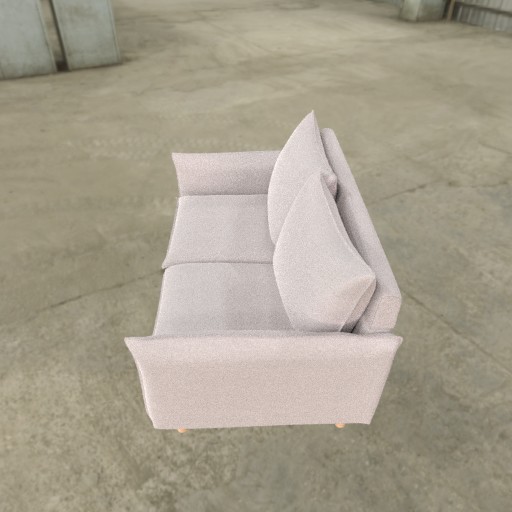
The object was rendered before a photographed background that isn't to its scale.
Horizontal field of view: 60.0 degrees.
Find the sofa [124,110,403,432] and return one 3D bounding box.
[{"bbox_3d":[0.000,0.000,1.878,0.820,0.840,1.300,-1,39,-1],"label":"sofa"}]
